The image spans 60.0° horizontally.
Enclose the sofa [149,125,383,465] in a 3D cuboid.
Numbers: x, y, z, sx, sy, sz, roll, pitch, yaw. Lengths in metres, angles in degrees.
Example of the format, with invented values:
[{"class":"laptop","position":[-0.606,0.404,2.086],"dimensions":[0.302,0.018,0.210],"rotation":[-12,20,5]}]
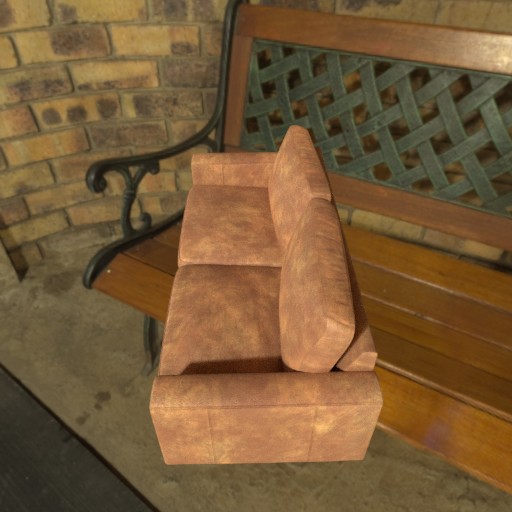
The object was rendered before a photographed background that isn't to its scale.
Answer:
[{"class":"sofa","position":[0.000,0.000,2.724],"dimensions":[1.016,0.873,2.179],"rotation":[-1,41,-1]}]
